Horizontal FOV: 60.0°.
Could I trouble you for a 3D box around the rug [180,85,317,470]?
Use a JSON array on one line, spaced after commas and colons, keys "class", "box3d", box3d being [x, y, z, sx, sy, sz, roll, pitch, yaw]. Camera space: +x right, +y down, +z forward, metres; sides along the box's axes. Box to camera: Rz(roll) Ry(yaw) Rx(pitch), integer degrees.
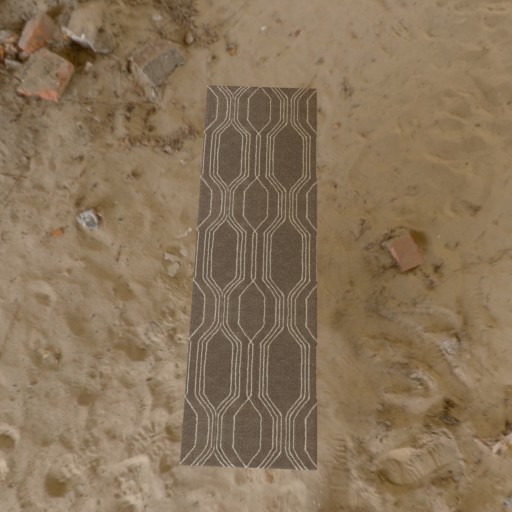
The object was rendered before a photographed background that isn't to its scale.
[{"class": "rug", "box3d": [0.000, 0.000, 2.807, 0.773, 0.012, 2.464, 2, 75, 1]}]
